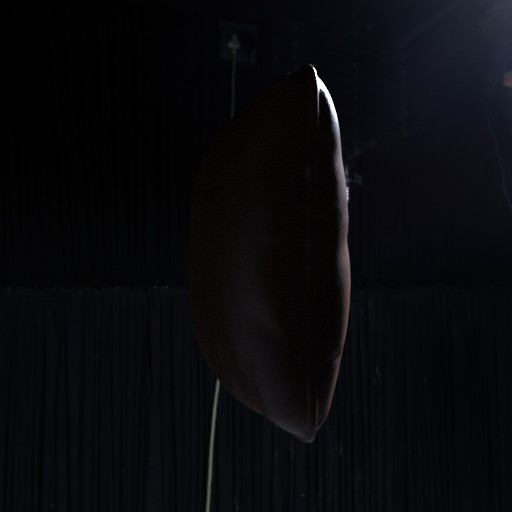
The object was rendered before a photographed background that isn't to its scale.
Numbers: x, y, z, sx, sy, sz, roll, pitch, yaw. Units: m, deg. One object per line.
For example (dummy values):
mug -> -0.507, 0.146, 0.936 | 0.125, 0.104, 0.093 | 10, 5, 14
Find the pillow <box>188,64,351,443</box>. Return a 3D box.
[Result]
pillow -> 0.000, 0.000, 0.831 | 0.236, 0.523, 0.532 | 0, -1, -18
